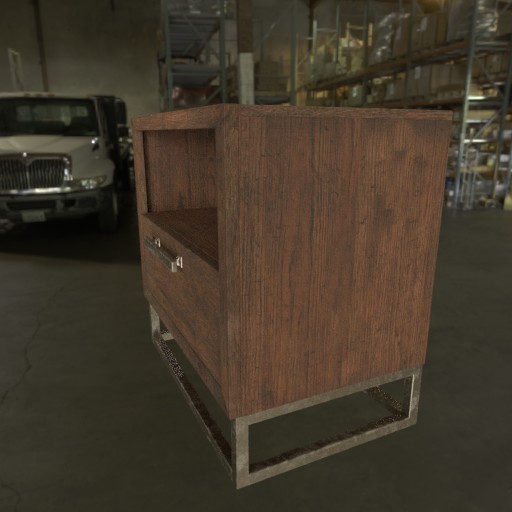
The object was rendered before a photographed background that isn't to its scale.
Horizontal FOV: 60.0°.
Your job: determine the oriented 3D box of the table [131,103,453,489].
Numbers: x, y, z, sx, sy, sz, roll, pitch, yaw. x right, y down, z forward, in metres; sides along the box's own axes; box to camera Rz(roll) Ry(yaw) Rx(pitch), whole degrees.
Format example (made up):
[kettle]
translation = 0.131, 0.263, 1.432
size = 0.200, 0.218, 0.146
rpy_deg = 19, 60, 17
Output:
[table]
translation = 0.000, 0.000, 1.228
size = 0.542, 0.746, 0.767
rpy_deg = -7, 17, -25
